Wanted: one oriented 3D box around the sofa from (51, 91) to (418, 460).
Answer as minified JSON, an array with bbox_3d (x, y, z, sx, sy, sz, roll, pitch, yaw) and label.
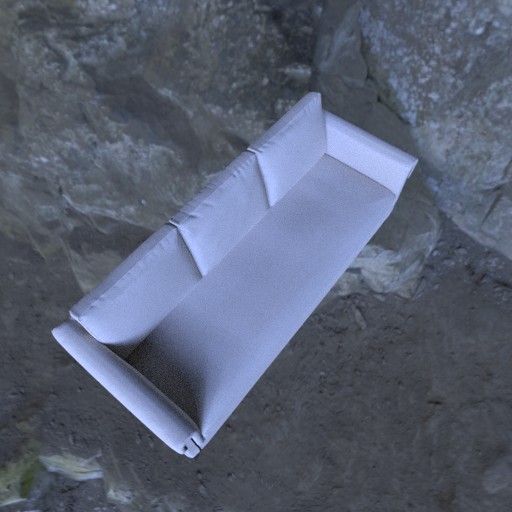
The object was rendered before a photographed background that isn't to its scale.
[{"bbox_3d":[0.000,0.000,2.685,0.902,0.911,2.198,35,65,18],"label":"sofa"}]
